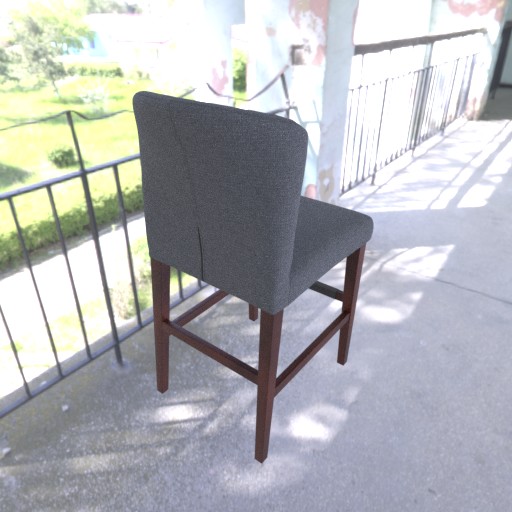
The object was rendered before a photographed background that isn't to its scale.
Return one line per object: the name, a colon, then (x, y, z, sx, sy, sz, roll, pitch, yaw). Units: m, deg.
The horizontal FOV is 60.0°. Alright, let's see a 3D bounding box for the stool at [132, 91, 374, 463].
stool: (0.000, 0.000, 1.299, 0.479, 0.968, 0.568, 21, 37, 32)
